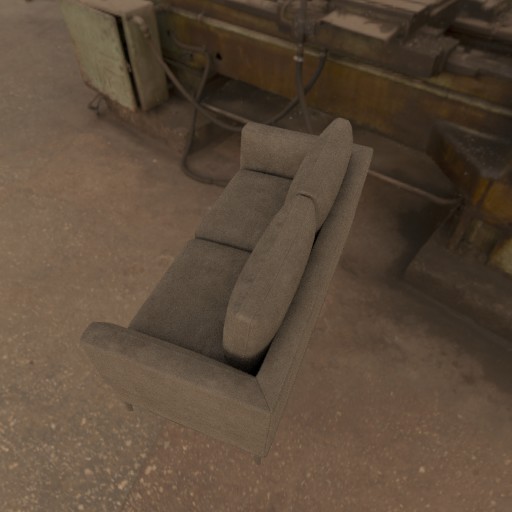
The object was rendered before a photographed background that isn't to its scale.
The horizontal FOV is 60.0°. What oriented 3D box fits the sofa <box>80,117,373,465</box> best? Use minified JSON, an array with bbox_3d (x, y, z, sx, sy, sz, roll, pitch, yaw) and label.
[{"bbox_3d":[0.000,0.000,2.436,0.855,1.013,1.832,16,49,15],"label":"sofa"}]
